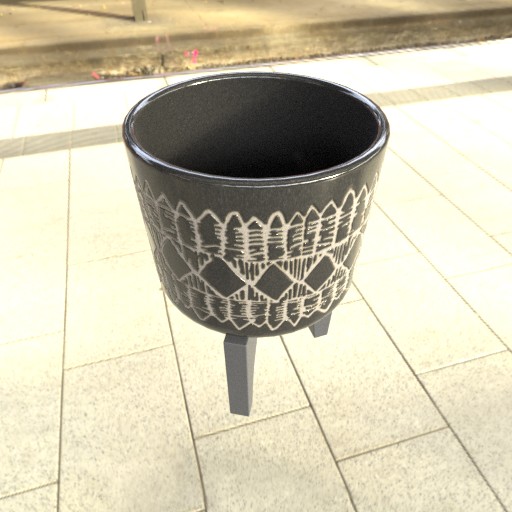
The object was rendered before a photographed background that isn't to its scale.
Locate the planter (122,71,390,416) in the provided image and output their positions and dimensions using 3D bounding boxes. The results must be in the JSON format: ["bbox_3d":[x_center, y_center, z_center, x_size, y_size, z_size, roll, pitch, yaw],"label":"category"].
[{"bbox_3d":[0.000,0.000,0.536,0.251,0.355,0.251,-13,42,-14],"label":"planter"}]
